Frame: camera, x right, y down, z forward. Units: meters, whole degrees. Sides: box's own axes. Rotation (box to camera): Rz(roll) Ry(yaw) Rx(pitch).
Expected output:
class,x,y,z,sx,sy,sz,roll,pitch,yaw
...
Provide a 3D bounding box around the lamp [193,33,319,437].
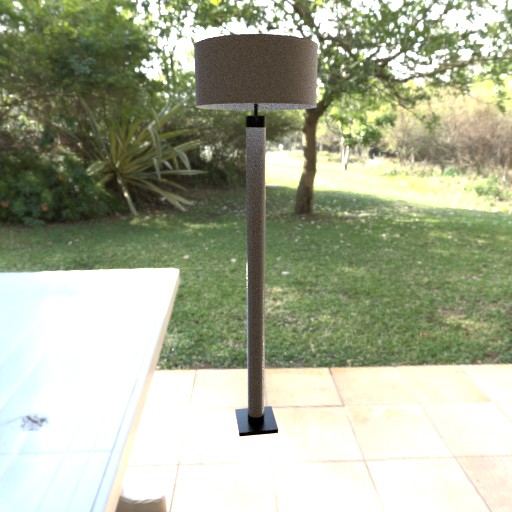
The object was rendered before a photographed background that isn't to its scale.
class,x,y,z,sx,sy,sz,roll,pitch,yaw
lamp,0.000,0.000,1.684,0.420,1.475,0.420,-2,16,-8
